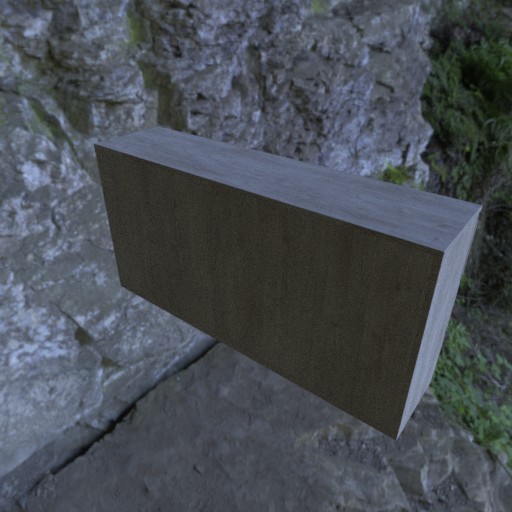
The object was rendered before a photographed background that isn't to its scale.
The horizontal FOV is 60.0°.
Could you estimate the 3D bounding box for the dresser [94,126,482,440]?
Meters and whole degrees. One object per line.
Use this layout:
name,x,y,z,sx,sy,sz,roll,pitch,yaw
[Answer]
dresser,0.000,0.000,1.946,1.590,0.795,0.390,22,37,31
